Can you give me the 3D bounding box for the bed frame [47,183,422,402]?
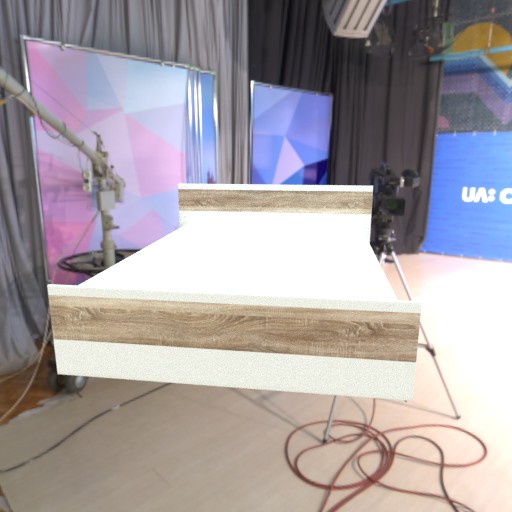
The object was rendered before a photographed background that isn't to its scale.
[{"bbox_3d":[0.000,0.000,3.008,1.720,0.800,2.060,2,14,8],"label":"bed frame"}]
